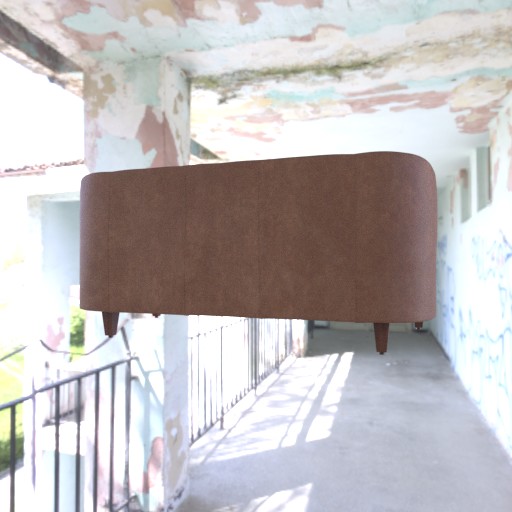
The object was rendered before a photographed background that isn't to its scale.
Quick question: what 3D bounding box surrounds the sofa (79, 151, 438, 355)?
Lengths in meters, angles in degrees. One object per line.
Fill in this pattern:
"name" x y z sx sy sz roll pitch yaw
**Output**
"sofa" 0.000 0.000 2.283 1.755 0.786 0.914 0 -1 18
